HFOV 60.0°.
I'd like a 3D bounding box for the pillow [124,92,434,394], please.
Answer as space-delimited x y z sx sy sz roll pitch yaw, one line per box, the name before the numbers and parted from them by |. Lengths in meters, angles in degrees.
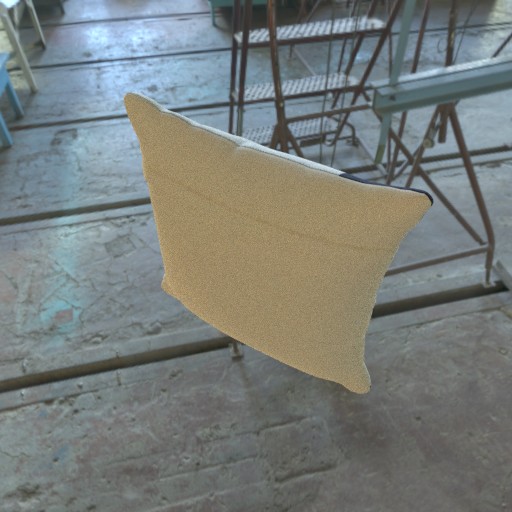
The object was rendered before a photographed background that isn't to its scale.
pillow | 0.000 0.000 0.814 0.536 0.506 0.229 24 50 21
